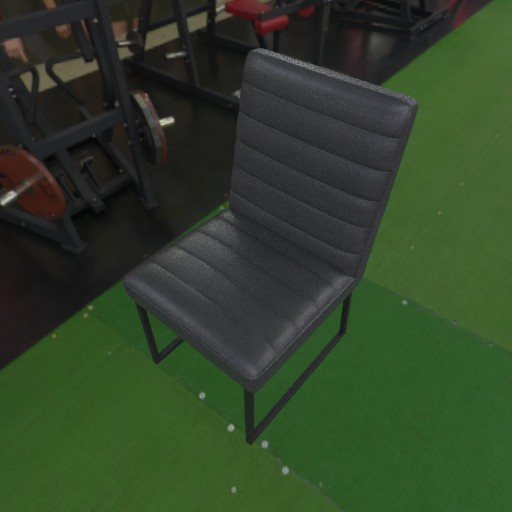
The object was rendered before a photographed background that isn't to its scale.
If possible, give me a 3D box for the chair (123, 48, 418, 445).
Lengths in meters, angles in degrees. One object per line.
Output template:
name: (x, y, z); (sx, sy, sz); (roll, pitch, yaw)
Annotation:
chair: (0.000, 0.000, 1.320); (0.520, 0.930, 0.634); (31, 53, 27)
